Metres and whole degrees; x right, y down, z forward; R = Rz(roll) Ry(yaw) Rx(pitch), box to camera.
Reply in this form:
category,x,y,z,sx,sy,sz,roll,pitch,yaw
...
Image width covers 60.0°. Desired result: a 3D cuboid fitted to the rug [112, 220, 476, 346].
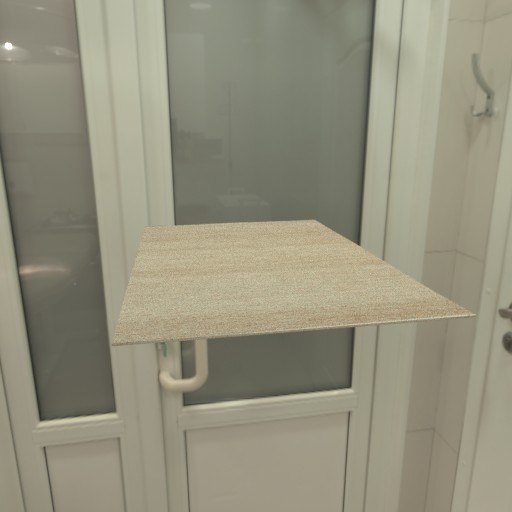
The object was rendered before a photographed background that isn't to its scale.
category,x,y,z,sx,sy,sz,roll,pitch,yaw
rug,0.000,0.000,2.950,1.574,0.029,2.346,-3,16,-10
